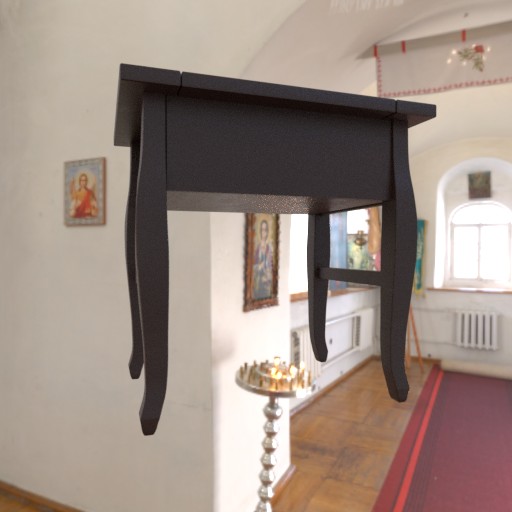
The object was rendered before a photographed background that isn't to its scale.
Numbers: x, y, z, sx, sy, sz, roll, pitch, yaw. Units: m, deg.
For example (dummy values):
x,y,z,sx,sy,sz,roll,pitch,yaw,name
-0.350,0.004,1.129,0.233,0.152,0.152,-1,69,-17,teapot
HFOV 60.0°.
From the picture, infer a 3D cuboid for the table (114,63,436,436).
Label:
x,y,z,sx,sy,sz,roll,pitch,yaw,name
0.000,0.000,1.002,0.602,0.605,0.460,0,1,-19,table
